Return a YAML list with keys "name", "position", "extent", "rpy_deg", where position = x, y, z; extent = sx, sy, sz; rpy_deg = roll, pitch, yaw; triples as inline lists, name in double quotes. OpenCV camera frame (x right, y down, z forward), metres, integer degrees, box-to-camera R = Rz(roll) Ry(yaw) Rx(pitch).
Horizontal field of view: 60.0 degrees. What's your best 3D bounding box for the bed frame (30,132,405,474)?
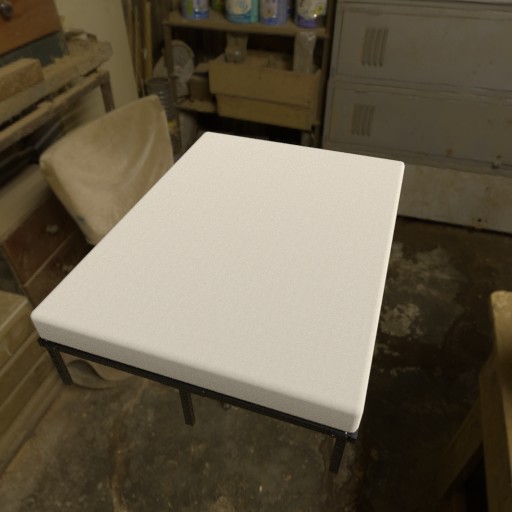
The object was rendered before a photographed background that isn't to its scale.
- name: "bed frame"
  position: [0.000, 0.000, 3.517]
  extent: [1.990, 0.680, 2.635]
  rpy_deg: [12, 42, 14]
